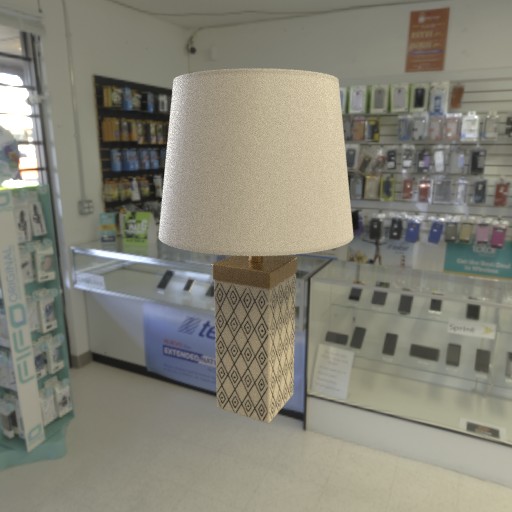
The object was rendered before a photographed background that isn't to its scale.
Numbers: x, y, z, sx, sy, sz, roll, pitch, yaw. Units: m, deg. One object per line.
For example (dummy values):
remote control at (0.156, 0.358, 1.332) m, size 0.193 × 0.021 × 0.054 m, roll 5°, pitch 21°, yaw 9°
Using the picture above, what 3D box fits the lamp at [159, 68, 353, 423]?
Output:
lamp at (0.000, 0.000, 0.592) m, size 0.251 × 0.435 × 0.251 m, roll 0°, pitch 14°, yaw 0°
